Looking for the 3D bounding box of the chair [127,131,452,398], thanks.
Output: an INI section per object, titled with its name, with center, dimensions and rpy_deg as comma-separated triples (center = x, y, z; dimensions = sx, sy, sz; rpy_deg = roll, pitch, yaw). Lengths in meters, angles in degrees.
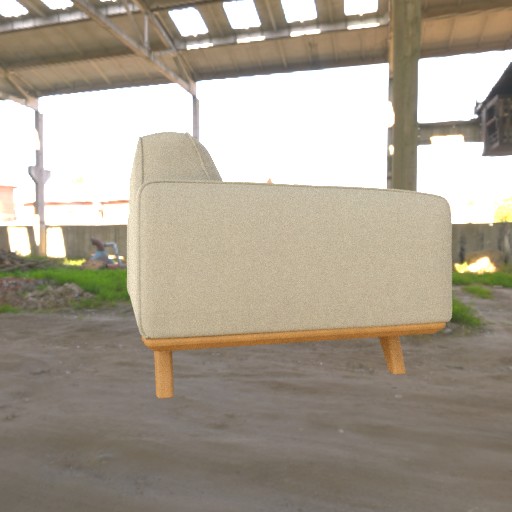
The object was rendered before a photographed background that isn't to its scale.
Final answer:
[chair]
center = 0.000, 0.000, 1.738
dimensions = 0.953, 0.779, 1.115
rpy_deg = 0, 1, -17
